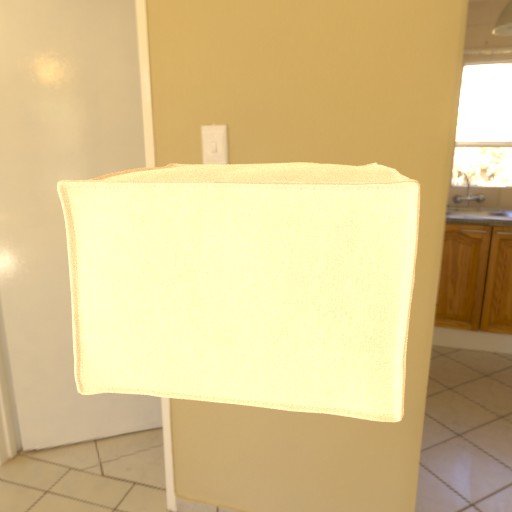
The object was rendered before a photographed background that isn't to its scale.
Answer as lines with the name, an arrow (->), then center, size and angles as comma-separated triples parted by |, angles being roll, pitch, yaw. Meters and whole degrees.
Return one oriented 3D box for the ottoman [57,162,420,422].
ottoman -> 0.000, 0.000, 1.147 | 0.696, 0.470, 0.707 | 2, 14, 8
